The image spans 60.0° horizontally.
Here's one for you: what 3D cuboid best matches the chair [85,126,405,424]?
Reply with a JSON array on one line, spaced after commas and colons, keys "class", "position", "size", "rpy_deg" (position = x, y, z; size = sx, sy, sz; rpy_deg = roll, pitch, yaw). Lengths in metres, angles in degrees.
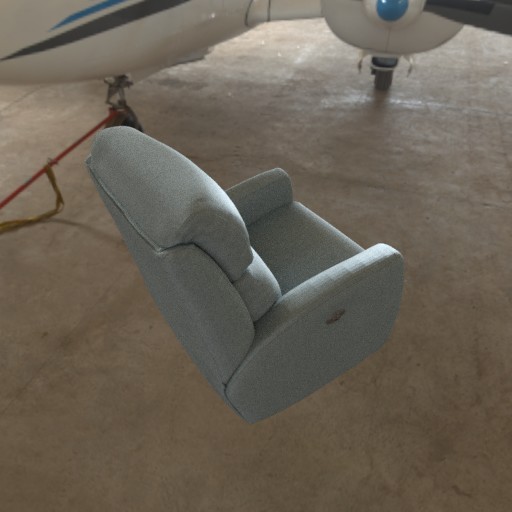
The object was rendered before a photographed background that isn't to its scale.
[{"class": "chair", "position": [0.000, 0.000, 1.667], "size": [0.940, 1.016, 0.794], "rpy_deg": [-24, 45, -26]}]
